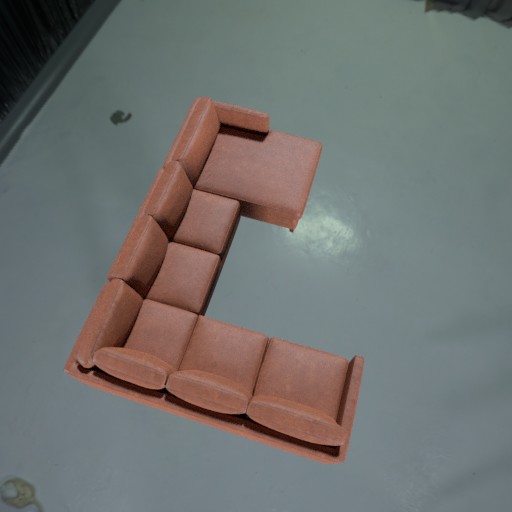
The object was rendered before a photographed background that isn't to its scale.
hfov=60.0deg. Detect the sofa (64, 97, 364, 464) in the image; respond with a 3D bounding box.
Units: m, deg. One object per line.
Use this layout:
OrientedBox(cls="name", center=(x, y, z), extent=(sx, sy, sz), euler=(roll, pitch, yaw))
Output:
OrientedBox(cls="sofa", center=(0.000, 0.000, 4.712), extent=(2.593, 0.923, 3.460), euler=(15, 65, 7))
